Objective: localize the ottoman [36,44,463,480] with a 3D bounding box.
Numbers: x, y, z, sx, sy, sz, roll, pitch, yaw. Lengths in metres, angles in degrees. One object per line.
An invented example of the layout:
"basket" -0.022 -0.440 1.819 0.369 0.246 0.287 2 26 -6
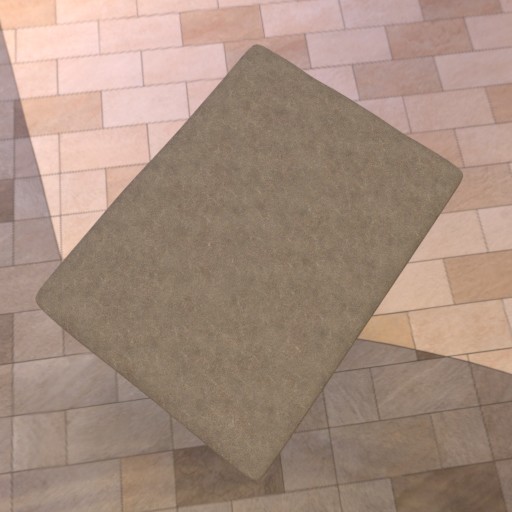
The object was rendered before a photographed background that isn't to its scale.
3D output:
"ottoman" 0.000 0.000 1.198 0.639 0.464 0.839 35 78 9
